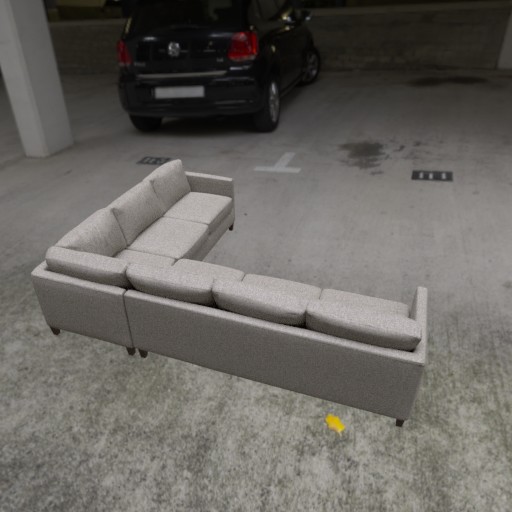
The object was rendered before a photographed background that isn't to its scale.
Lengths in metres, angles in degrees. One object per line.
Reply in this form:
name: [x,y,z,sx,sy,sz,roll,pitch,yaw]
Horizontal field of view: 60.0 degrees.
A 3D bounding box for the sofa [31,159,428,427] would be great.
sofa: [0.000,0.000,4.517,3.302,0.947,2.593,10,34,16]
